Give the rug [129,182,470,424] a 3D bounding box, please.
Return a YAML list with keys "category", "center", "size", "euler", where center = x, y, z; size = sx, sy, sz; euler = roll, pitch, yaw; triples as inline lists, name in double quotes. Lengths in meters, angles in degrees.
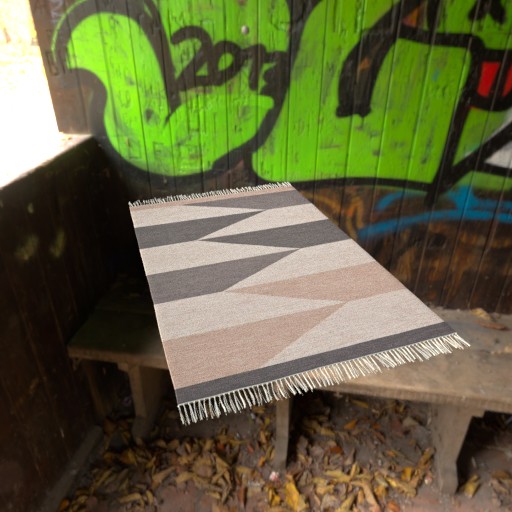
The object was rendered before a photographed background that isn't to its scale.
- category: "rug"
  center: [0.000, 0.000, 2.500]
  size: [1.224, 0.027, 2.021]
  euler: [-10, 32, -16]
